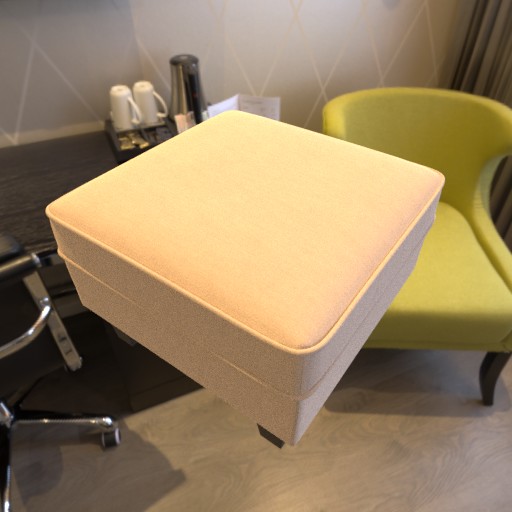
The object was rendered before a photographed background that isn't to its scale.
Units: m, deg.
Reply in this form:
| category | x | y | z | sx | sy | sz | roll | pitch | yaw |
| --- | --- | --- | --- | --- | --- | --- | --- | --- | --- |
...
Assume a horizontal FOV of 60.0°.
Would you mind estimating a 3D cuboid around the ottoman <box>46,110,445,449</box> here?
| category | x | y | z | sx | sy | sz | roll | pitch | yaw |
| --- | --- | --- | --- | --- | --- | --- | --- | --- | --- |
| ottoman | 0.000 | 0.000 | 1.018 | 0.616 | 0.438 | 0.613 | 25 | 47 | 26 |
